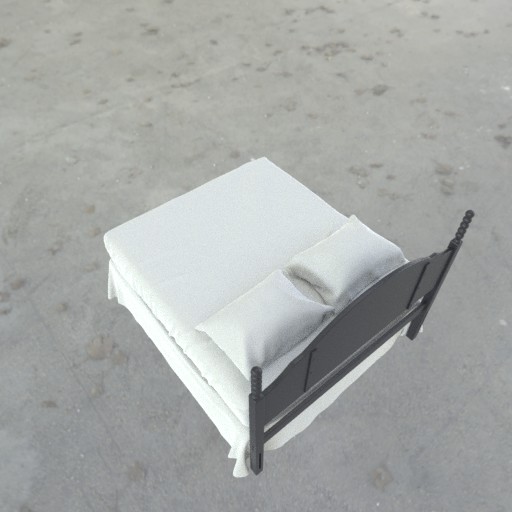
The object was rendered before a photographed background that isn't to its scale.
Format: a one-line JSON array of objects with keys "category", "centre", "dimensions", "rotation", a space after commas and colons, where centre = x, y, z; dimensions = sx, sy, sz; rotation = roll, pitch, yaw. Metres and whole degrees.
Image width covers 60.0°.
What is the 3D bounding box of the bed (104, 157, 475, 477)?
[{"category": "bed", "centre": [0.000, 0.000, 3.236], "dimensions": [1.873, 1.356, 2.040], "rotation": [-31, 55, -25]}]
